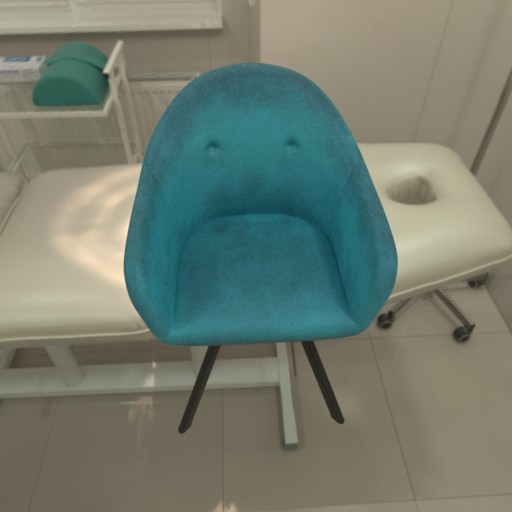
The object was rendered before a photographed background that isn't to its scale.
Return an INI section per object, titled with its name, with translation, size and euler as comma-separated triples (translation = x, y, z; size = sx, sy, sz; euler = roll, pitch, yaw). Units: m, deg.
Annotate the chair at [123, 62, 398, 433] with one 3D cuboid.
[chair]
translation = 0.000, 0.000, 1.144
size = 0.540, 0.780, 0.570
euler = -2, 45, -2
